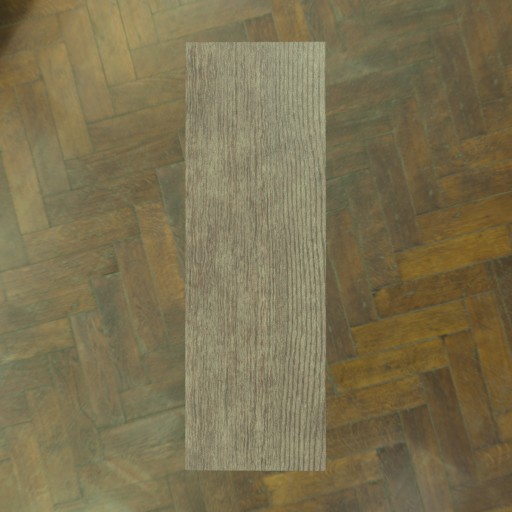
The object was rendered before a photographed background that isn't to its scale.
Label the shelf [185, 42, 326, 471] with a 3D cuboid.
[{"bbox_3d":[0.000,0.000,0.692,0.200,0.125,0.610,0,90,1],"label":"shelf"}]
